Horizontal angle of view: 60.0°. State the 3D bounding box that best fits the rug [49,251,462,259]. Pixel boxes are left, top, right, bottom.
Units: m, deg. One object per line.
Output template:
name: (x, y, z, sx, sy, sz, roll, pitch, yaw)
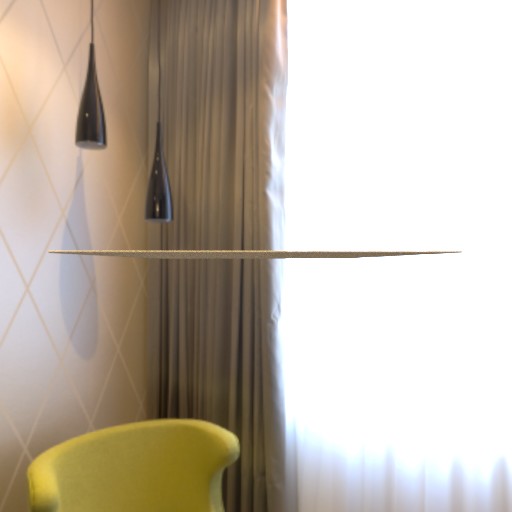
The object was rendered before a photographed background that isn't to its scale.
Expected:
rug: (0.000, 0.000, 4.104, 2.441, 0.016, 3.095, 0, -1, 0)
